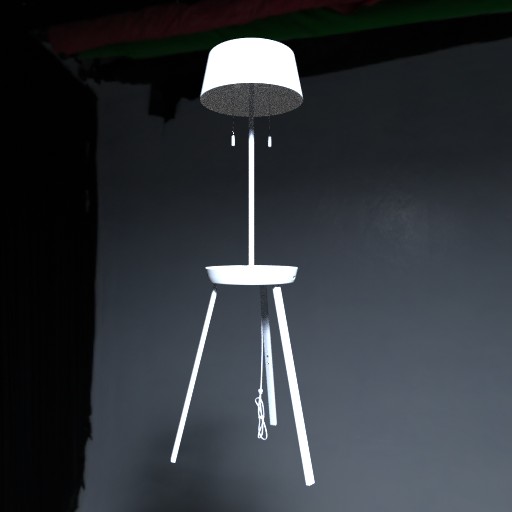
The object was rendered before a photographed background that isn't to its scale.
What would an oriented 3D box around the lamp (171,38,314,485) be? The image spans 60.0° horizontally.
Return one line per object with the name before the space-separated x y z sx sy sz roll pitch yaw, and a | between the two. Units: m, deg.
lamp | 0.000 0.000 1.639 0.508 1.429 0.468 0 1 18
